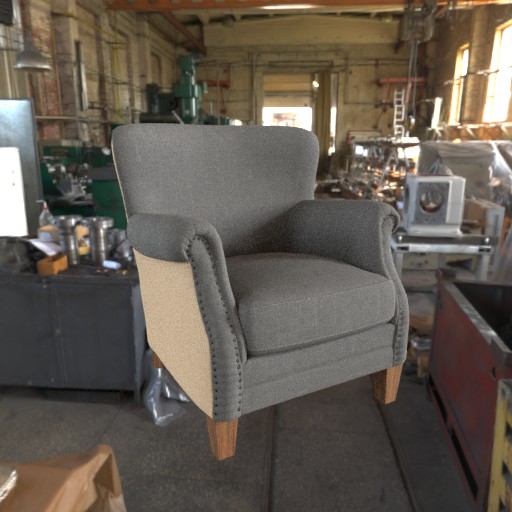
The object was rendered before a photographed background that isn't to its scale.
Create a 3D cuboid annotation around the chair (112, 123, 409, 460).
[{"bbox_3d":[0.000,0.000,1.608,0.861,0.936,0.921,-8,16,-28],"label":"chair"}]
